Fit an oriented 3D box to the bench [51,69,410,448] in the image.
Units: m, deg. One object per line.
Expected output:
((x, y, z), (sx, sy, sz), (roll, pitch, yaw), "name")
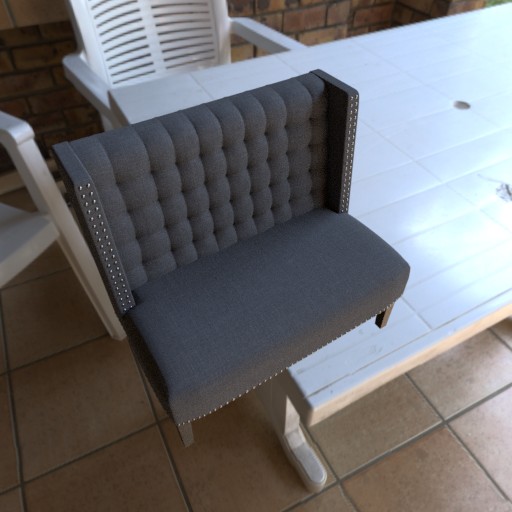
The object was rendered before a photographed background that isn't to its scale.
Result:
((0.000, 0.000, 2.002), (1.276, 1.121, 0.842), (-25, 51, -22), "bench")
